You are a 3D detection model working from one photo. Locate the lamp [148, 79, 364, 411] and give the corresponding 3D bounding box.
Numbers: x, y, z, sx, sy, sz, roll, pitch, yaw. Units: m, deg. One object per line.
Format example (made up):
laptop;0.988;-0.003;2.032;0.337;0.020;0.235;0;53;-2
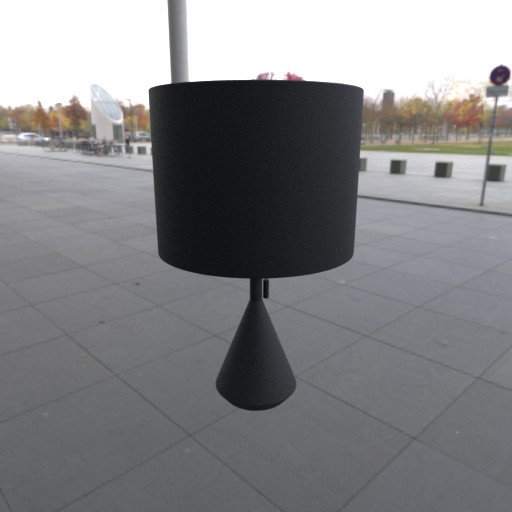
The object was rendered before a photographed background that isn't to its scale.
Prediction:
lamp;0.000;0.000;0.835;0.359;0.584;0.359;-8;18;-27
